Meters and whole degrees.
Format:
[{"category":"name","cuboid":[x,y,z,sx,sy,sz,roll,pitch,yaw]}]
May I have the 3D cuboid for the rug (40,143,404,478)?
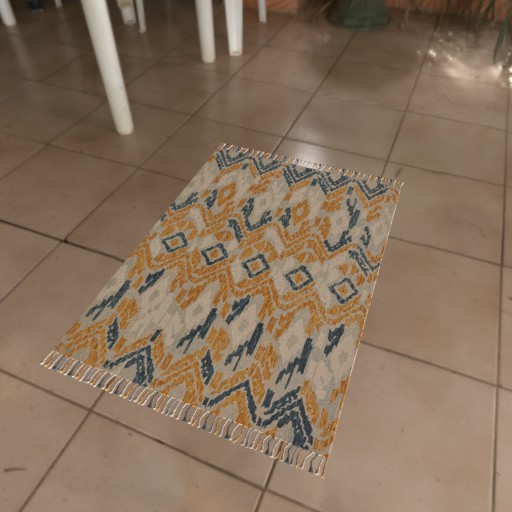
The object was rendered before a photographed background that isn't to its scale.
[{"category":"rug","cuboid":[0.000,0.000,2.280,1.230,0.008,1.827,16,48,15]}]
